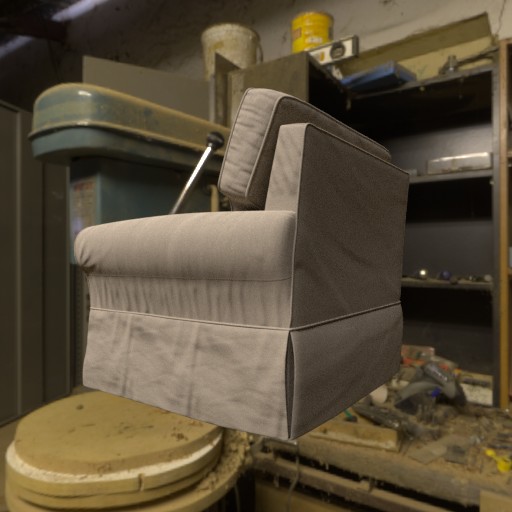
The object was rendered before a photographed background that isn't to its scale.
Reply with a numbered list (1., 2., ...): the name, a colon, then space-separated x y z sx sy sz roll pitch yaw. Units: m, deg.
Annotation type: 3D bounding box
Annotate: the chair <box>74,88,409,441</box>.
1. chair: 0.000 0.000 1.837 0.988 1.017 1.135 0 0 36
